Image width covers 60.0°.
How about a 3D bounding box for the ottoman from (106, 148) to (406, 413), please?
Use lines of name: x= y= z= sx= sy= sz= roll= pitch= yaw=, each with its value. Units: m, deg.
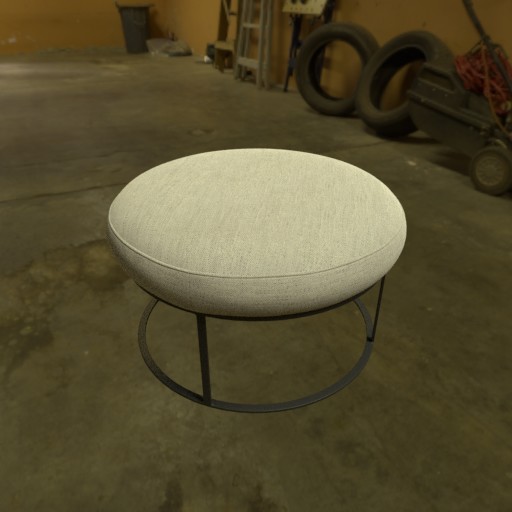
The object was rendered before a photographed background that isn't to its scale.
ottoman: x=0.000 y=0.000 z=1.247 sx=0.769 sy=0.459 sz=0.769 roll=0 pitch=30 yaw=0
